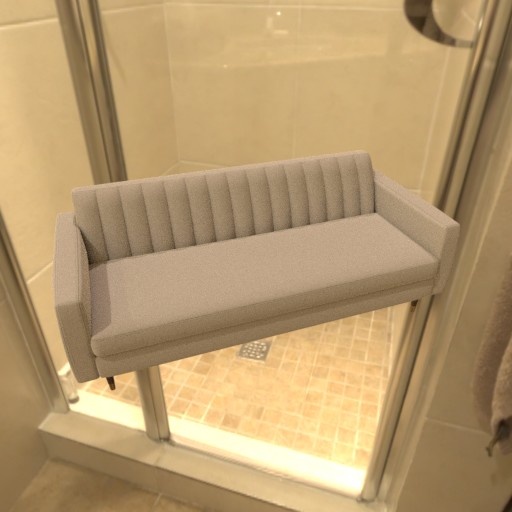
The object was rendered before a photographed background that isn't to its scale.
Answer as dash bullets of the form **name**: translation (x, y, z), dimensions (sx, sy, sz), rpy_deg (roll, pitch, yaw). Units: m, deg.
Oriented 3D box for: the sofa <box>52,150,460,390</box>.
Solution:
- **sofa**: translation (0.000, 0.000, 2.750), dimensions (2.291, 0.821, 0.990), rpy_deg (-11, 34, -17)
